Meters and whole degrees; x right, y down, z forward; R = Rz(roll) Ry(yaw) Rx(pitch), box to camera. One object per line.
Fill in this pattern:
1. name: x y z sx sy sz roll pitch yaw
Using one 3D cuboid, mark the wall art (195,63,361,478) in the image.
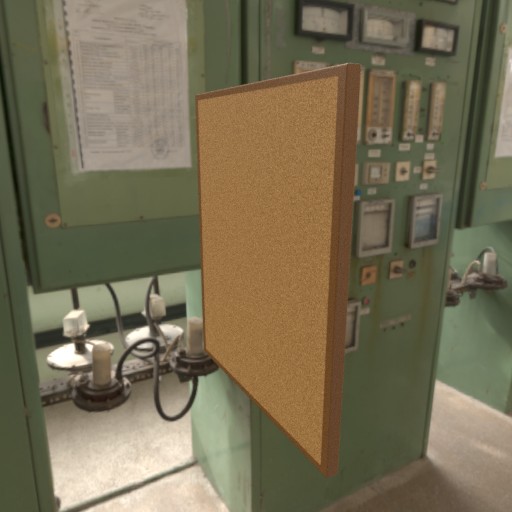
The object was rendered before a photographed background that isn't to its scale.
1. wall art: 0.000 0.000 0.753 0.021 0.550 0.449 -8 17 -28
